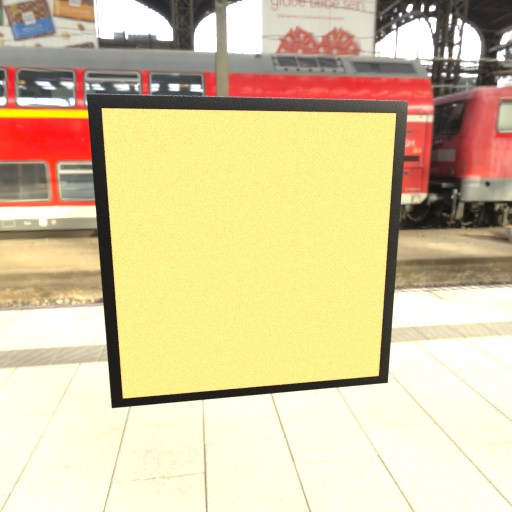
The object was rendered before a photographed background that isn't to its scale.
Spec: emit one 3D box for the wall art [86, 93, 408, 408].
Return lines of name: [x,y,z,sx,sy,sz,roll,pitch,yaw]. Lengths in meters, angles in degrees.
wall art: [0.000,0.000,1.128,0.755,0.761,0.038,-2,13,-10]
